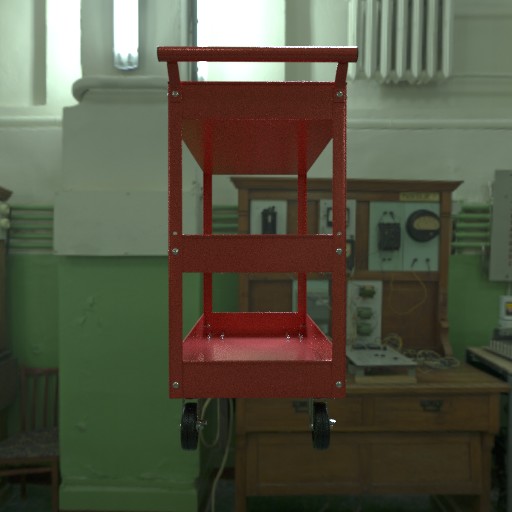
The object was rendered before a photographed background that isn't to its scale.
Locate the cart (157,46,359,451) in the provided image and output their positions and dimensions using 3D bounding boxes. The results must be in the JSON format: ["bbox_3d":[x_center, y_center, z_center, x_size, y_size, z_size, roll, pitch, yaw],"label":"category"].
[{"bbox_3d":[0.000,0.000,1.168,0.366,0.780,0.719,0,1,-1],"label":"cart"}]
